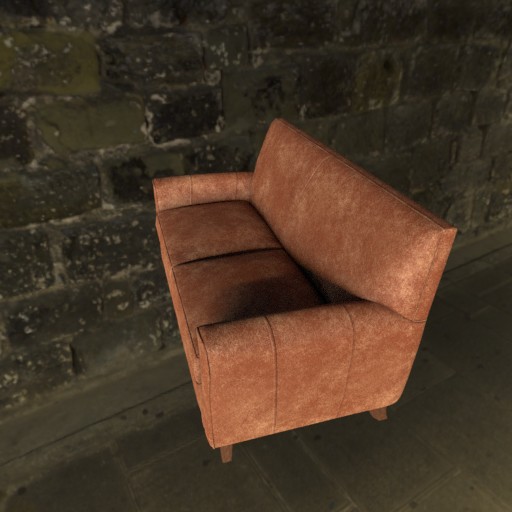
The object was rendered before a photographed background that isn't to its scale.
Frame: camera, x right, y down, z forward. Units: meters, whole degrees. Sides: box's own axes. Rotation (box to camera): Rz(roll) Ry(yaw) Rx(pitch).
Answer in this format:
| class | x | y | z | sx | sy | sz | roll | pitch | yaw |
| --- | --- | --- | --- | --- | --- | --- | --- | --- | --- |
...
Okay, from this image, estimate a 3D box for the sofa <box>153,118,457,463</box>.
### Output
| class | x | y | z | sx | sy | sz | roll | pitch | yaw |
| --- | --- | --- | --- | --- | --- | --- | --- | --- | --- |
| sofa | 0.000 | 0.000 | 2.006 | 0.787 | 0.871 | 1.473 | -9 | 31 | -15 |
